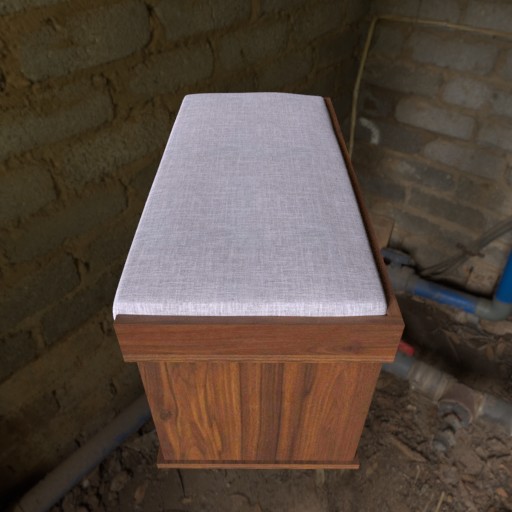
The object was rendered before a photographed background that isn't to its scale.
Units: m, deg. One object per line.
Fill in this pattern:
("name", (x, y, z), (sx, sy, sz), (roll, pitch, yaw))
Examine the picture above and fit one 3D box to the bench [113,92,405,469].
("bench", (0.000, 0.000, 0.942), (0.362, 0.461, 0.734), (0, 40, 0))
